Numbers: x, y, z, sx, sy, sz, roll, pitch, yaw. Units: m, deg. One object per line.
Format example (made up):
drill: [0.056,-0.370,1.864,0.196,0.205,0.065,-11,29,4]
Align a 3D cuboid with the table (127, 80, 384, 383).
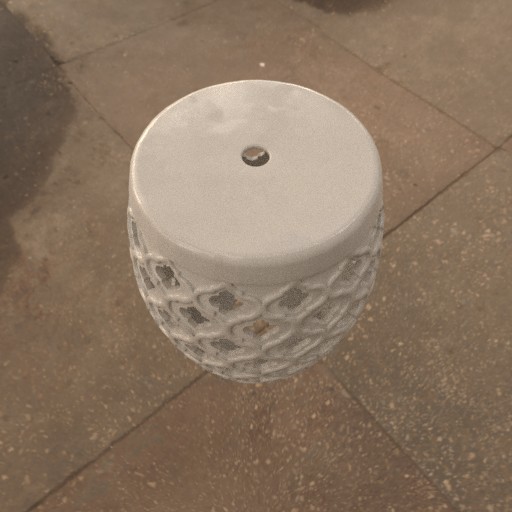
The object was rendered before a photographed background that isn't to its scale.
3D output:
table: [0.000,0.000,0.621,0.325,0.388,0.325,0,58,0]
